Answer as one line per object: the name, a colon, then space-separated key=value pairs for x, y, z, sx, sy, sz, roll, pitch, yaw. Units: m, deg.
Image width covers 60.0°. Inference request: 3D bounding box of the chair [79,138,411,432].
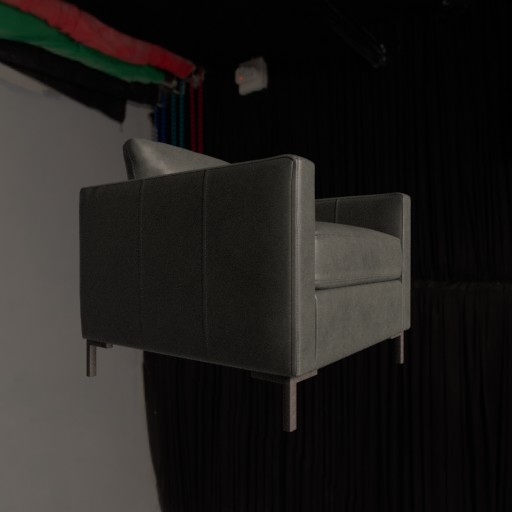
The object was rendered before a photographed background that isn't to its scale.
chair: x=0.000 y=0.000 z=1.535 sx=0.861 sy=0.824 sz=0.967 roll=0 pitch=0 yaw=36
